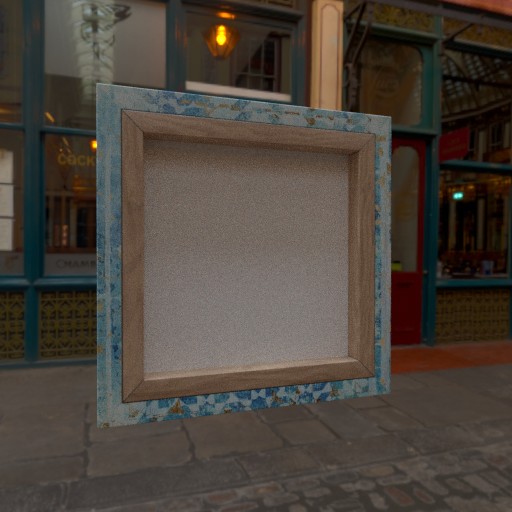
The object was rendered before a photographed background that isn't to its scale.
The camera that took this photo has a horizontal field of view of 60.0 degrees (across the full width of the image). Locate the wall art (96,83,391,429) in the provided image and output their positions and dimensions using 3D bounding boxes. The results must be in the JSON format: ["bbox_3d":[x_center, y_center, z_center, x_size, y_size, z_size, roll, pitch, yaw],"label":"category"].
[{"bbox_3d":[0.000,0.000,0.601,0.405,0.405,0.037,0,1,-19],"label":"wall art"}]
